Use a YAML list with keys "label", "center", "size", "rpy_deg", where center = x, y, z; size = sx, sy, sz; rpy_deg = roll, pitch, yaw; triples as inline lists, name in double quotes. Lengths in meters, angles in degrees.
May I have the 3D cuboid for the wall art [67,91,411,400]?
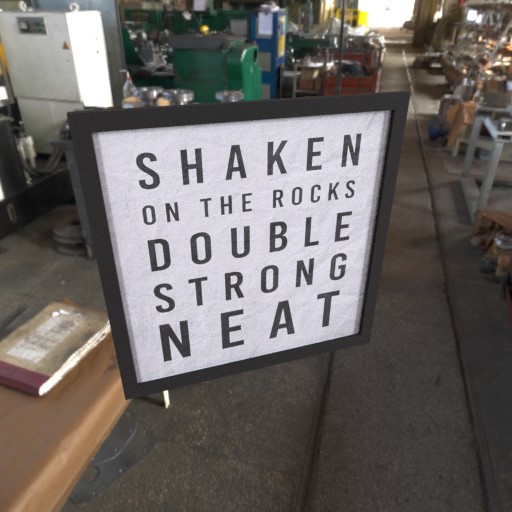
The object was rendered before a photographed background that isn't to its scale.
- label: "wall art"
  center: [0.000, 0.000, 0.683]
  size: [0.456, 0.458, 0.013]
  rpy_deg: [-9, 31, -16]
